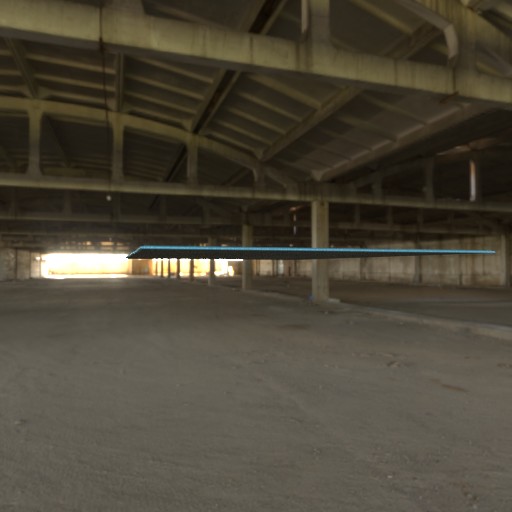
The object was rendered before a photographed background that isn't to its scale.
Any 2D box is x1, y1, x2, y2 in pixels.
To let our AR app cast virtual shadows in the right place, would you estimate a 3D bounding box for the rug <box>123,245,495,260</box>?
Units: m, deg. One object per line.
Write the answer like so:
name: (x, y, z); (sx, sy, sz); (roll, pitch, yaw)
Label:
rug: (0.000, 0.000, 2.803); (1.554, 0.012, 2.205); (0, -1, -18)
